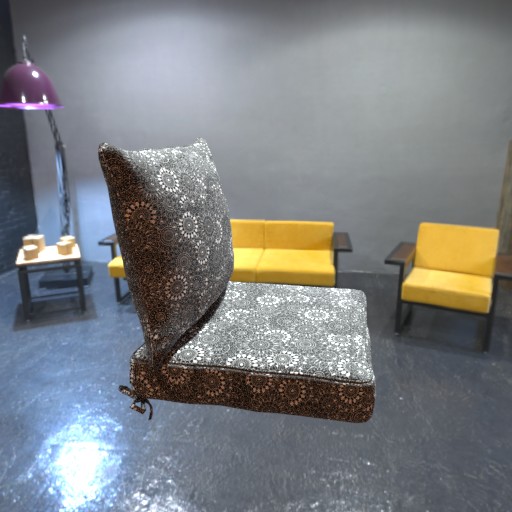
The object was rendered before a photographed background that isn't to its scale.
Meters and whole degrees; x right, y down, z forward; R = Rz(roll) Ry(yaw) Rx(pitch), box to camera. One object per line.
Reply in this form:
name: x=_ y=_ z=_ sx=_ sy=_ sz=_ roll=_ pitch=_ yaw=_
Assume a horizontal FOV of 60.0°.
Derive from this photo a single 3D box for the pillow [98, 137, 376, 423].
pillow: x=0.000 y=0.000 z=1.407 sx=0.740 sy=0.722 sz=0.798 roll=3 pitch=16 yaw=11
